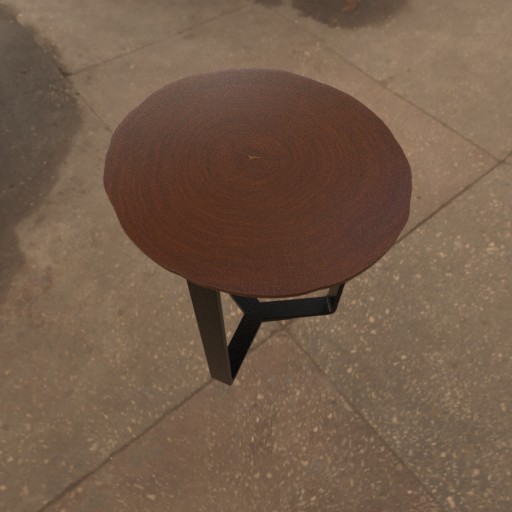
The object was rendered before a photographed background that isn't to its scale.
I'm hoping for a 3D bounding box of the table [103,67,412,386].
[{"bbox_3d":[0.000,0.000,0.760,0.380,0.450,0.410,-31,62,-19],"label":"table"}]
